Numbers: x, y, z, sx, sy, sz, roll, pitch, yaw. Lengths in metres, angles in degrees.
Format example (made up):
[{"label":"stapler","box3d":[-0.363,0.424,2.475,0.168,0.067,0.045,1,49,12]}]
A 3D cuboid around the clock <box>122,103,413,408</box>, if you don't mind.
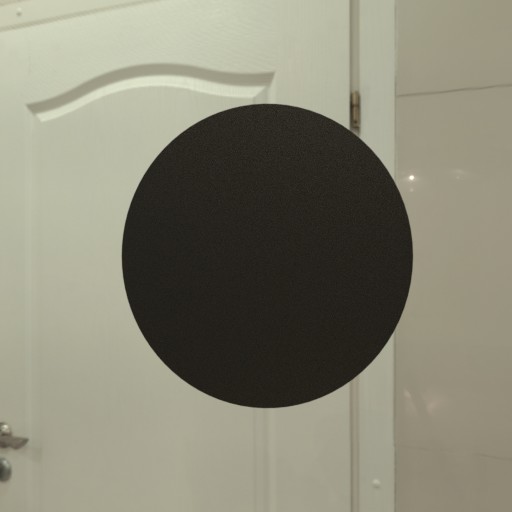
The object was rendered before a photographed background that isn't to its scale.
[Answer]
[{"label":"clock","box3d":[0.000,0.000,0.681,0.454,0.454,0.038,0,0,18]}]
